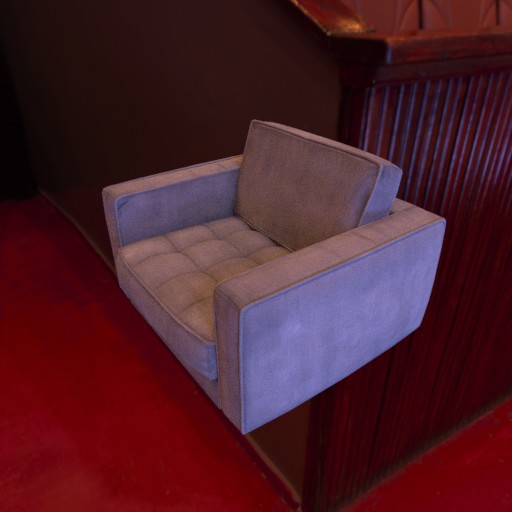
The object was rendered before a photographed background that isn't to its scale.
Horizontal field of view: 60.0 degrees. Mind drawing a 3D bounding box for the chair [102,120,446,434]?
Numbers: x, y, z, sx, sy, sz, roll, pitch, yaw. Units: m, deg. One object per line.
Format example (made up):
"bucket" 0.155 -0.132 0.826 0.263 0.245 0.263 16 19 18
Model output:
"chair" 0.000 0.000 1.563 0.843 0.773 0.928 -21 36 -31
